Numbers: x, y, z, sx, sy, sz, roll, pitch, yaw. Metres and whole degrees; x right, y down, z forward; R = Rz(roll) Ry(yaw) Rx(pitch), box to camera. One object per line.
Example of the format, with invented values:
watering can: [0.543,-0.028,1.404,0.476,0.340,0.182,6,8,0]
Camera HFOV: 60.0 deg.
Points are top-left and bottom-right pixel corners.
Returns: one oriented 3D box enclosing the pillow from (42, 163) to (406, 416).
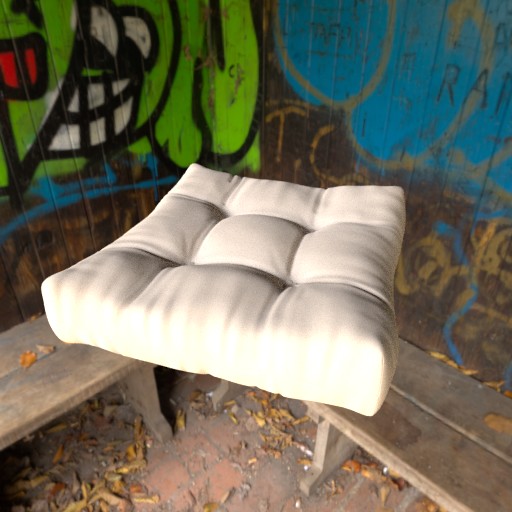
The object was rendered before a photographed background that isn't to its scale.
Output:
pillow: [0.000,0.000,0.736,0.468,0.128,0.490,9,33,15]
